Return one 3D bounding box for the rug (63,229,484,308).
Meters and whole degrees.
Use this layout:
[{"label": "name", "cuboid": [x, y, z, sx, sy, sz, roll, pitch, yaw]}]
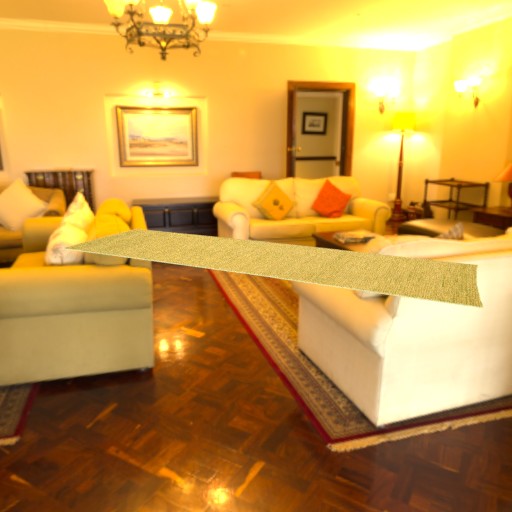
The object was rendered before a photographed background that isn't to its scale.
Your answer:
[{"label": "rug", "cuboid": [0.000, 0.000, 2.555, 2.340, 0.013, 0.686, 7, 16, 25]}]
